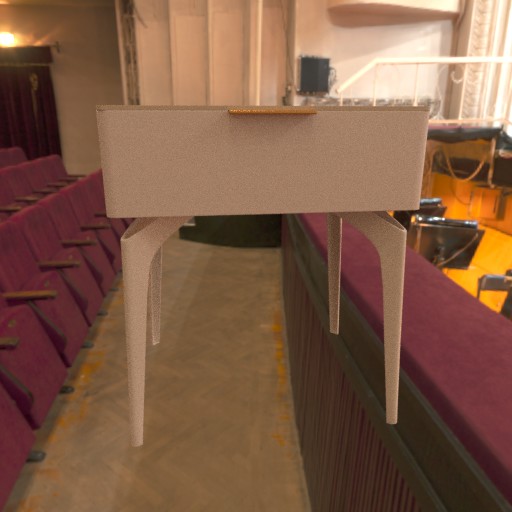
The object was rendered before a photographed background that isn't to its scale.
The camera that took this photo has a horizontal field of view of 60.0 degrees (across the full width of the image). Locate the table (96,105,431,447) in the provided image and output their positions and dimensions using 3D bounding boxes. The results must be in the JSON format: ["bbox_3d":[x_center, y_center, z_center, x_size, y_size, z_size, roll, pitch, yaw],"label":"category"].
[{"bbox_3d":[0.000,0.000,0.902,0.500,0.570,0.400,-2,17,-7],"label":"table"}]
